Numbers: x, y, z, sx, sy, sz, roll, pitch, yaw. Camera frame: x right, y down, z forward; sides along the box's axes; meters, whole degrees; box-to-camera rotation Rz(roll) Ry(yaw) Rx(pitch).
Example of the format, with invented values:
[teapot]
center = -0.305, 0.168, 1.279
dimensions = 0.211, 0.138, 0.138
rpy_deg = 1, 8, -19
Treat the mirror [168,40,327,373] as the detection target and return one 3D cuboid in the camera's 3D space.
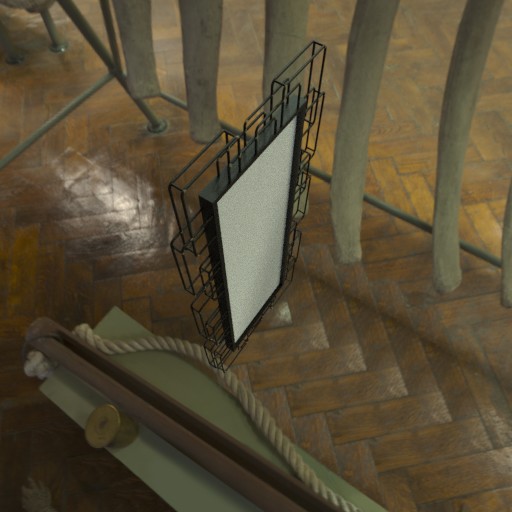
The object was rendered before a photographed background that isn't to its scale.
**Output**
[mirror]
center = 0.000, 0.000, 1.385
dimensions = 0.037, 1.192, 0.565
rpy_deg = 31, 65, 16
